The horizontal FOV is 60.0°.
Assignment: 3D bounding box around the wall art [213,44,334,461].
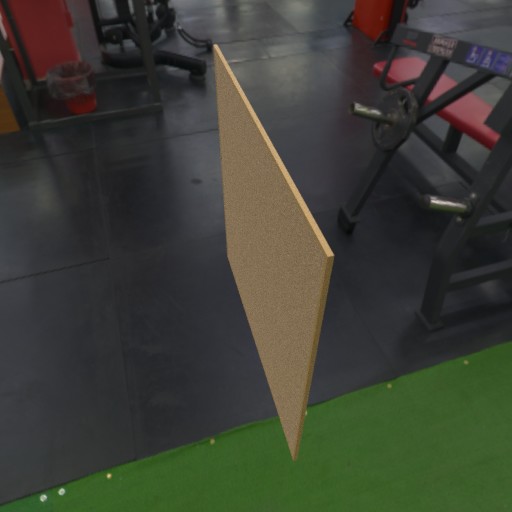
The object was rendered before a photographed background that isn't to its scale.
[{"bbox_3d":[0.000,0.000,1.420,0.013,0.959,0.962,-11,47,-11],"label":"wall art"}]
